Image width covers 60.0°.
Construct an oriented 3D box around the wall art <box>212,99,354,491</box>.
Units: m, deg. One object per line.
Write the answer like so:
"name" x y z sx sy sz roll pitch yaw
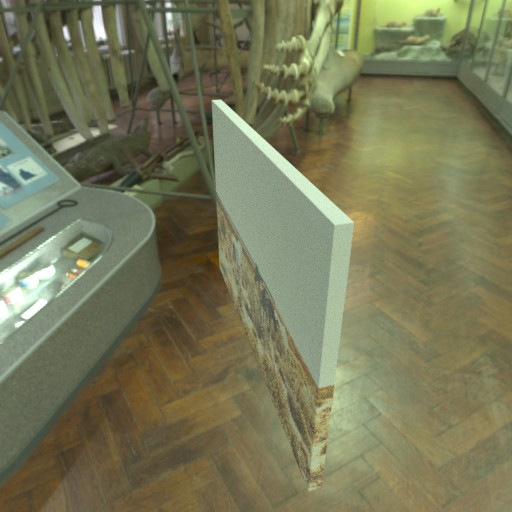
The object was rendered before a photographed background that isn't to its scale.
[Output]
"wall art" 0.000 0.000 1.908 0.051 1.016 1.520 -8 31 -13
